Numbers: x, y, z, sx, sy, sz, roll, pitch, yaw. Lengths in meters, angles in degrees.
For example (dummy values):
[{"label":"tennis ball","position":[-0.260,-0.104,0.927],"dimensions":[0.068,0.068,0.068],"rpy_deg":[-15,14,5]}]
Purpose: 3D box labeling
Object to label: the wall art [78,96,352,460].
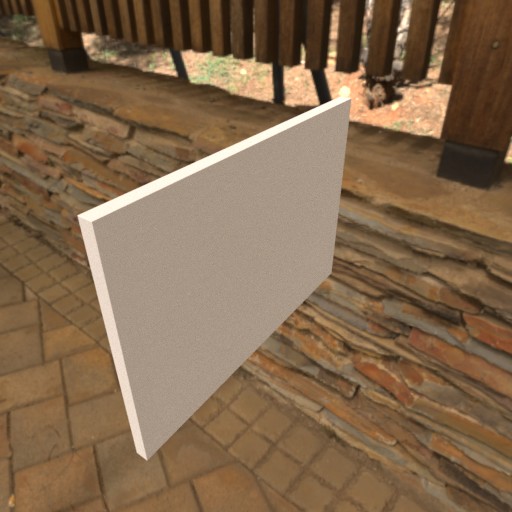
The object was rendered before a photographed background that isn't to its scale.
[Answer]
[{"label":"wall art","position":[0.000,0.000,1.674],"dimensions":[0.051,0.902,1.308],"rpy_deg":[21,39,29]}]
